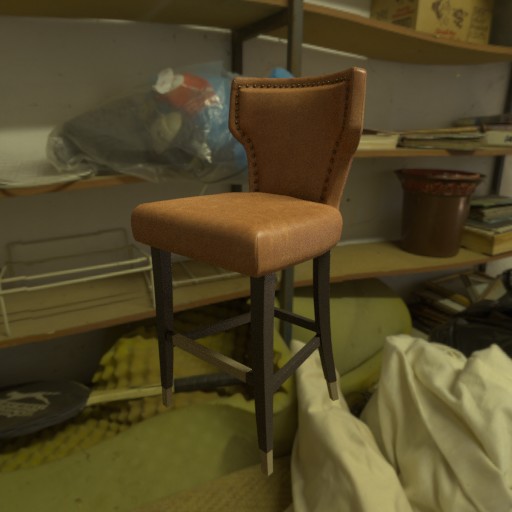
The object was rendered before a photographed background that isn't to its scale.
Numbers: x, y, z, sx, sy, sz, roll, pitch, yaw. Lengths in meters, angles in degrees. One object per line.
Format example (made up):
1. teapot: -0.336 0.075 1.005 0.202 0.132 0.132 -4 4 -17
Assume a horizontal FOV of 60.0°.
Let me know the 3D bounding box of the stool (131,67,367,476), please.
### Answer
1. stool: 0.000 0.000 1.389 0.526 1.092 0.563 15 22 40
